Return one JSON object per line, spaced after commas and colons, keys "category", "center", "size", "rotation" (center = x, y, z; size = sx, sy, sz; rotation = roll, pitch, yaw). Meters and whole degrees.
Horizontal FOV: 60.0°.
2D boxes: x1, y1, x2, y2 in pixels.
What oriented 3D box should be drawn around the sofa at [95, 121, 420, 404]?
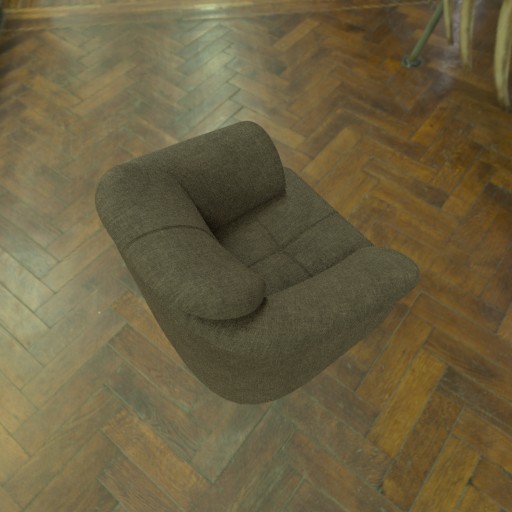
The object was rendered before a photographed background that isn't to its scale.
{"category": "sofa", "center": [0.000, 0.000, 1.495], "size": [0.794, 0.811, 0.870], "rotation": [-32, 62, -19]}
